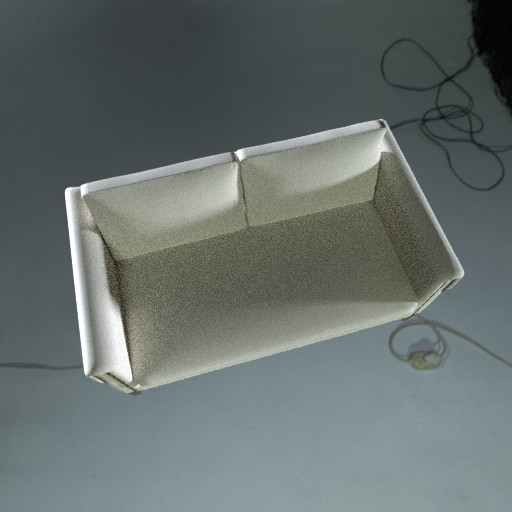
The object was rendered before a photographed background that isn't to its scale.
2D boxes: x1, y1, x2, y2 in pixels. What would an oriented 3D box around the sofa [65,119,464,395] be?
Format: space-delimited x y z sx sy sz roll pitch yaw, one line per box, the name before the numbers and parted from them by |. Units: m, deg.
sofa | 0.000 0.000 2.150 1.598 0.873 0.905 -14 65 -7
